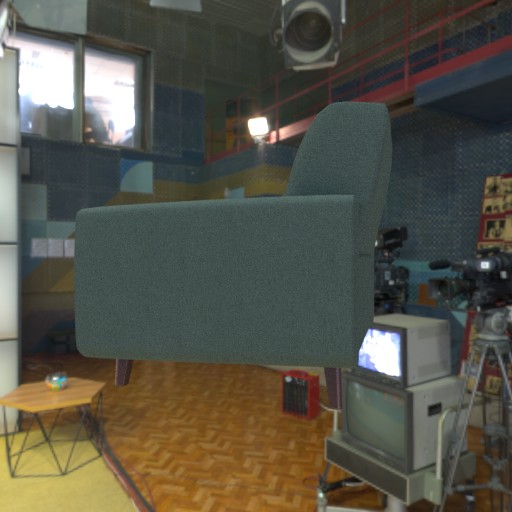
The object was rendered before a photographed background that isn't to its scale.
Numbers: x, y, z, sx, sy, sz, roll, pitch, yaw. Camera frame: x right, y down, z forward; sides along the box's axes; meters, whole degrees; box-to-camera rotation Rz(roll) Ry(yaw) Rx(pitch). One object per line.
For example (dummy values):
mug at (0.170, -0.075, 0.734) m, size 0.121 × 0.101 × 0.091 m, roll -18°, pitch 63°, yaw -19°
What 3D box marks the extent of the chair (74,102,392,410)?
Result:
chair at (0.000, 0.000, 1.555) m, size 0.909 × 0.841 × 0.831 m, roll 0°, pitch 0°, yaw 18°
